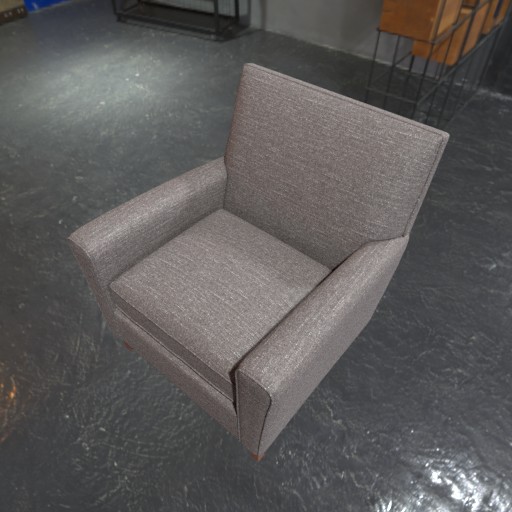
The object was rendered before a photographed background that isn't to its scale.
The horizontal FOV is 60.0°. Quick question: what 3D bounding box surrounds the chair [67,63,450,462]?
[{"bbox_3d":[0.000,0.000,1.548,0.838,0.885,0.875,31,54,26],"label":"chair"}]
